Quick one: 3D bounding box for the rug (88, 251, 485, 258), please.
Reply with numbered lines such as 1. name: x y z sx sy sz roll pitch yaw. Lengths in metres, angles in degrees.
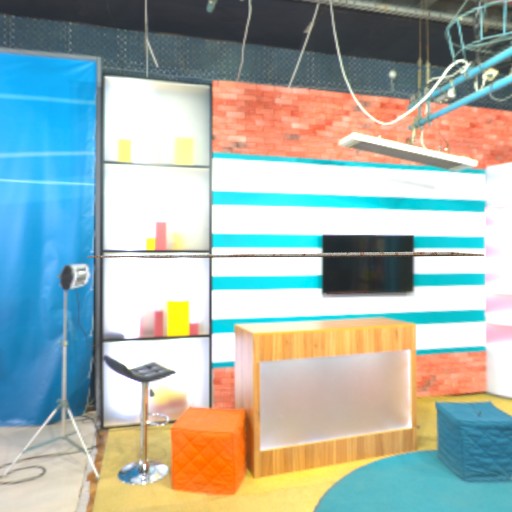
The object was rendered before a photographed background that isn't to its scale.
1. rug: 0.000 0.000 2.747 2.435 0.011 0.750 0 -1 36
